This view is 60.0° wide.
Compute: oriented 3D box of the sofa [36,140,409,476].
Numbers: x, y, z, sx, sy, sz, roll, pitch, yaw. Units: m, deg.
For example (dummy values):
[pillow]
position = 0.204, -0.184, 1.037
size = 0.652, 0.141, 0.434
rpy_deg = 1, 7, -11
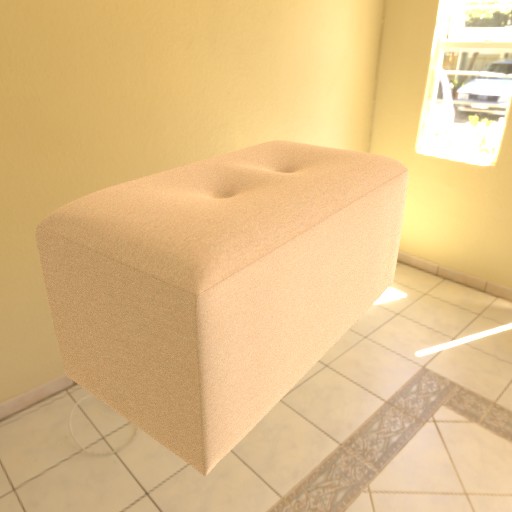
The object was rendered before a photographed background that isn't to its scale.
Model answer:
[sofa]
position = 0.000, 0.000, 1.186
size = 0.480, 0.470, 0.930
rpy_deg = 18, 31, 33
